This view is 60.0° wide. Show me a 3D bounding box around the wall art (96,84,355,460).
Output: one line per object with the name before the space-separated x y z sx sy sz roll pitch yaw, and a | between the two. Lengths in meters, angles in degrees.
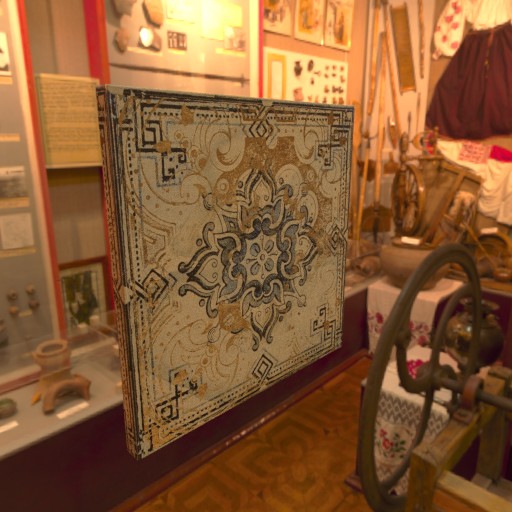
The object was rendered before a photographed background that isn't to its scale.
wall art | 0.000 0.000 0.901 0.036 0.607 0.609 15 21 43
